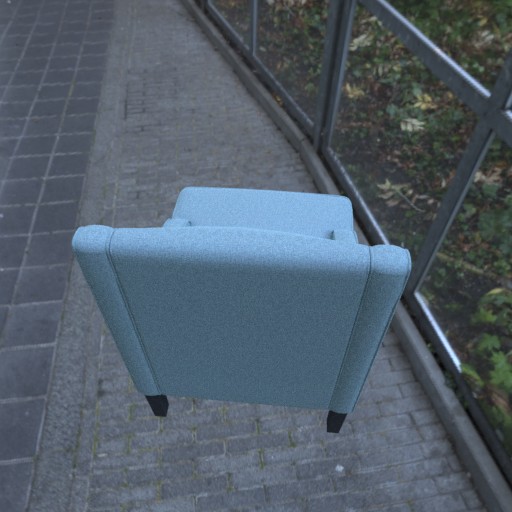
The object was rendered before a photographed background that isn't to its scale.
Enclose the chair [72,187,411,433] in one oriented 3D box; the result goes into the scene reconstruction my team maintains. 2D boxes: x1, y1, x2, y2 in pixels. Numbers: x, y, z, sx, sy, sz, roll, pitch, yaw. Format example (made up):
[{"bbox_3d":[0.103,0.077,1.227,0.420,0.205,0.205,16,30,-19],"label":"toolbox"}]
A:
[{"bbox_3d":[0.000,0.000,1.836,0.857,1.133,1.025,4,49,4],"label":"chair"}]
